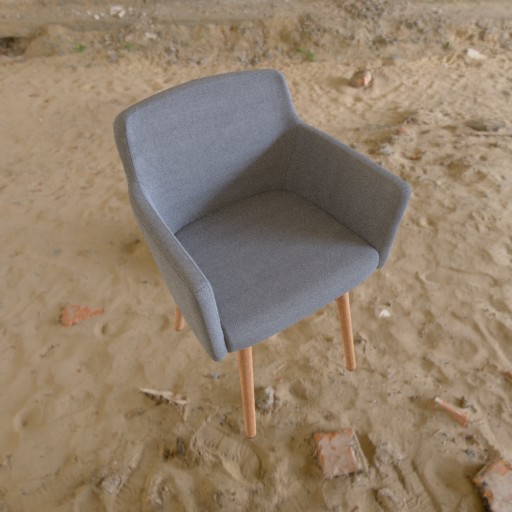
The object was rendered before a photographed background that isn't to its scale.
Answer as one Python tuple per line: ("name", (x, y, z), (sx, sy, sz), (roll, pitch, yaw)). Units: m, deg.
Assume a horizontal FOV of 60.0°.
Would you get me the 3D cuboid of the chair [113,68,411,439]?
("chair", (0.000, 0.000, 1.187), (0.570, 0.780, 0.540), (-26, 51, -23))
